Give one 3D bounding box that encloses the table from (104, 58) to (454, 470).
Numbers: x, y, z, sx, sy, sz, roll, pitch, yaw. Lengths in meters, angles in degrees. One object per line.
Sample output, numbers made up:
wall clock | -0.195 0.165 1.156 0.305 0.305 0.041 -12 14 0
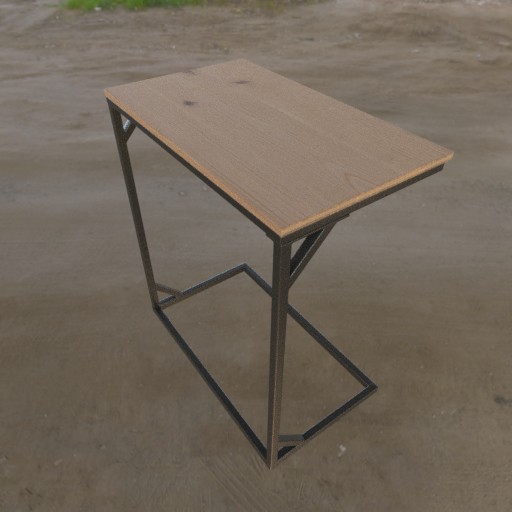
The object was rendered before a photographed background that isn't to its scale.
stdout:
table | 0.000 0.000 1.031 0.351 0.673 0.597 -25 46 -26
